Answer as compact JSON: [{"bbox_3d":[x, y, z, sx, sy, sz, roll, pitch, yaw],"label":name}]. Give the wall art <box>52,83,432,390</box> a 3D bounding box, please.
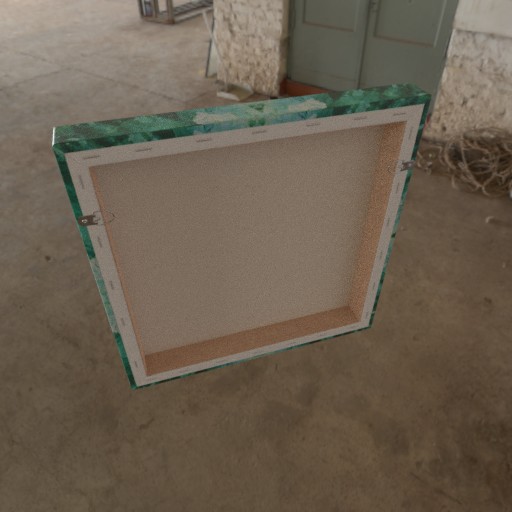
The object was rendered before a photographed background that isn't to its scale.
[{"bbox_3d":[0.000,0.000,0.462,0.313,0.313,0.033,-12,42,-13],"label":"wall art"}]
